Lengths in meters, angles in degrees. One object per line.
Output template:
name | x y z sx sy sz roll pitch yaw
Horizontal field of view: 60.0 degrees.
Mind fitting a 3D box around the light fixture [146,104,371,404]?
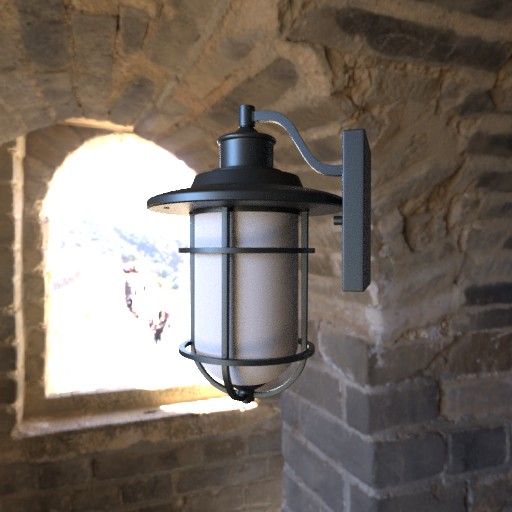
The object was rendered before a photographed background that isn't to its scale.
light fixture | 0.000 0.000 0.512 0.252 0.345 0.222 0 1 18
